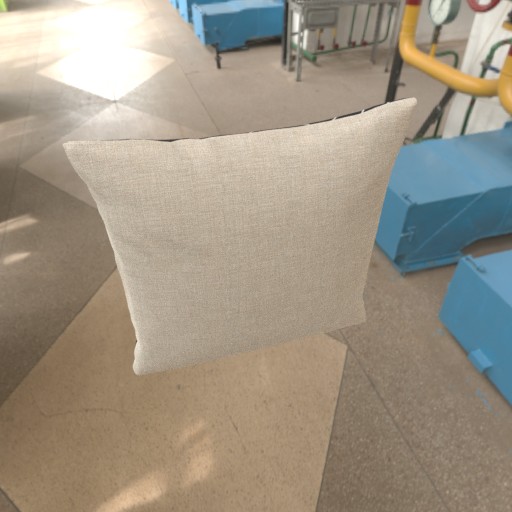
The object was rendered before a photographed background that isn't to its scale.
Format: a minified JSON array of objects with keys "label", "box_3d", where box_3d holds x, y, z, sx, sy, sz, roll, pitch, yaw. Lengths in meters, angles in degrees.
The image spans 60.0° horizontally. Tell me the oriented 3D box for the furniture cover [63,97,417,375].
[{"label":"furniture cover","box_3d":[0.000,0.000,0.785,0.517,0.508,0.158,-11,41,-13]}]
